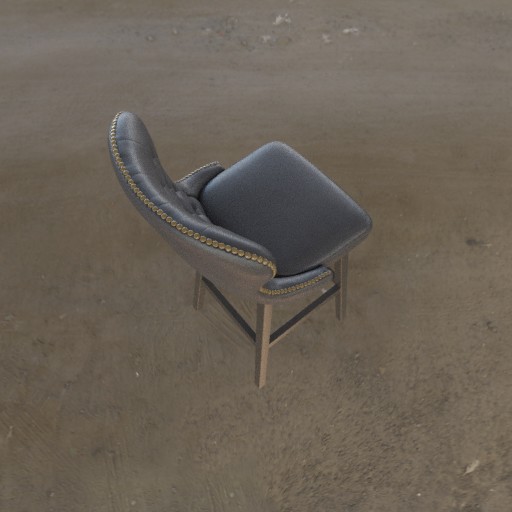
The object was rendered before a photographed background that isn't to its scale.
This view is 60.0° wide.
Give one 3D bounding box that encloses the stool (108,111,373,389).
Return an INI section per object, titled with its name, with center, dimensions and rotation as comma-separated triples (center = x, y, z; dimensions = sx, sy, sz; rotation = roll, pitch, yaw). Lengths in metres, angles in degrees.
[stool]
center = 0.000, 0.000, 1.377
dimensions = 0.601, 1.050, 0.528
rotation = -35, 65, -19
